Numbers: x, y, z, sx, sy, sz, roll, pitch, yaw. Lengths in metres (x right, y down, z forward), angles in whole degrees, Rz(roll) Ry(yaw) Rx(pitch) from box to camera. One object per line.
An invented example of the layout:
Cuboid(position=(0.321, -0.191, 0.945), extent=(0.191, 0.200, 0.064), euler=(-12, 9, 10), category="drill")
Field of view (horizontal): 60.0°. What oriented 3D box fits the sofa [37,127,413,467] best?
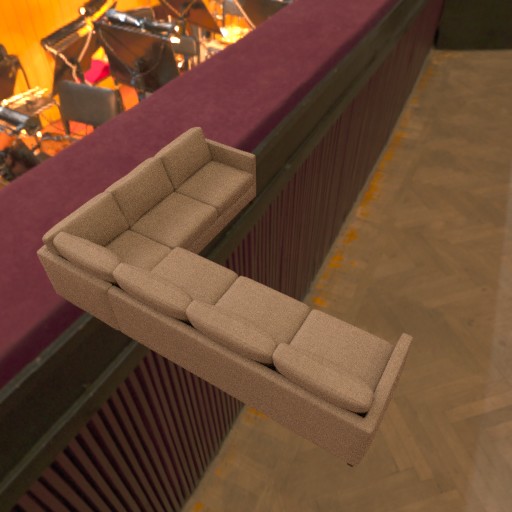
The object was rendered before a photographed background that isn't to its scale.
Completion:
Cuboid(position=(0.000, 0.000, 4.426), extent=(3.333, 0.934, 2.522), euler=(23, 50, 21), category="sofa")
